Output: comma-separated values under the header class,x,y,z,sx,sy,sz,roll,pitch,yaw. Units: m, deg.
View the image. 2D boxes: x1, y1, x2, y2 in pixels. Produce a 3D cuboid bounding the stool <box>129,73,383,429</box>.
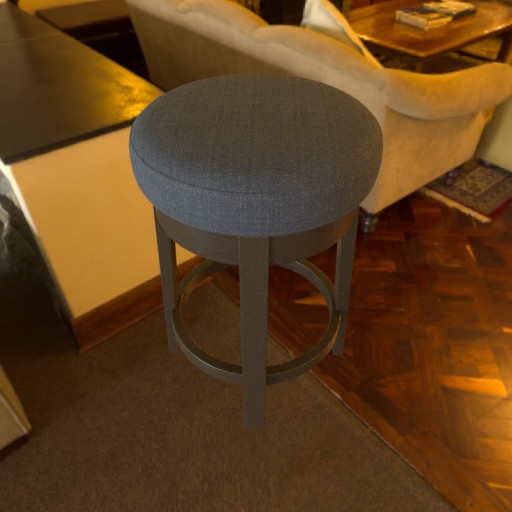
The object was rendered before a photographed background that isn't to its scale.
class,x,y,z,sx,sy,sz,roll,pitch,yaw
stool,0.000,0.000,0.949,0.449,0.655,0.449,0,42,0
